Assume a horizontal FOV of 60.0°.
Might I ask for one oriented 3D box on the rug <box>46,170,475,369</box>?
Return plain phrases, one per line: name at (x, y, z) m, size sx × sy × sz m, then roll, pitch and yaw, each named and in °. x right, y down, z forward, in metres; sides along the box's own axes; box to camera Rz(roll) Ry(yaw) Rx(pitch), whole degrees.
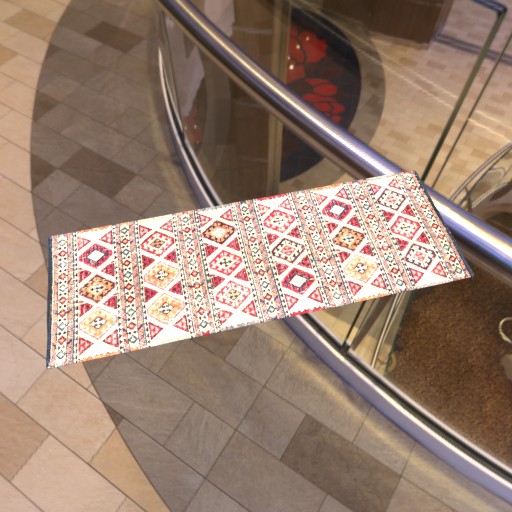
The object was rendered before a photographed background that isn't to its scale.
rug at (0.000, 0.000, 2.582) m, size 2.362 × 0.008 × 0.832 m, roll -11°, pitch 59°, yaw -7°
